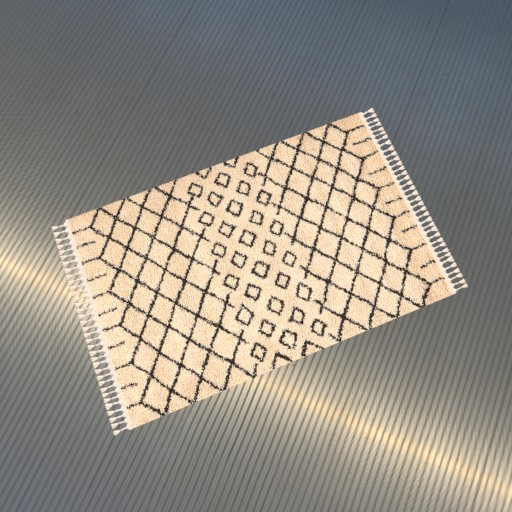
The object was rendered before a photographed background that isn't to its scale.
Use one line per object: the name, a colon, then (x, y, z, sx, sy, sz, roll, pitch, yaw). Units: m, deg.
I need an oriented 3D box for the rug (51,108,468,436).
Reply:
rug: (0.000, 0.000, 2.447, 2.006, 0.008, 1.196, -21, 76, -6)
